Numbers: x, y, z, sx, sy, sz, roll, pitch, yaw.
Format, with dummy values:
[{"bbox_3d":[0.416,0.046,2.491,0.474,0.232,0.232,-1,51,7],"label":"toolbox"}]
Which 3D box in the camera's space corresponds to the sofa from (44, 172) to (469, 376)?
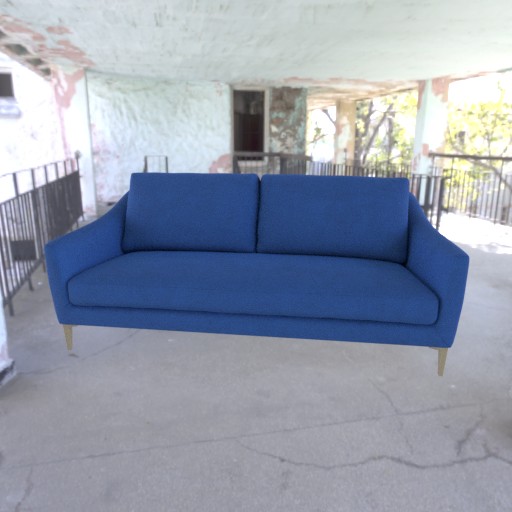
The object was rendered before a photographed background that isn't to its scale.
[{"bbox_3d":[0.000,0.000,2.555,2.036,0.903,0.960,2,15,8],"label":"sofa"}]
